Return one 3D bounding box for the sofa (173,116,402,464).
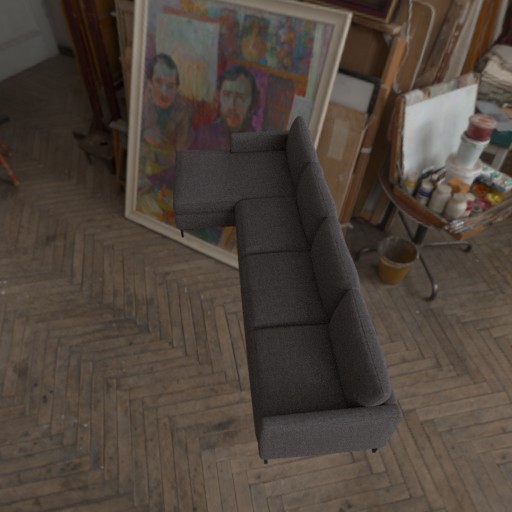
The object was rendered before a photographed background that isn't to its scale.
[{"bbox_3d":[0.000,0.000,3.241,1.258,0.754,2.731,-4,48,-4],"label":"sofa"}]
